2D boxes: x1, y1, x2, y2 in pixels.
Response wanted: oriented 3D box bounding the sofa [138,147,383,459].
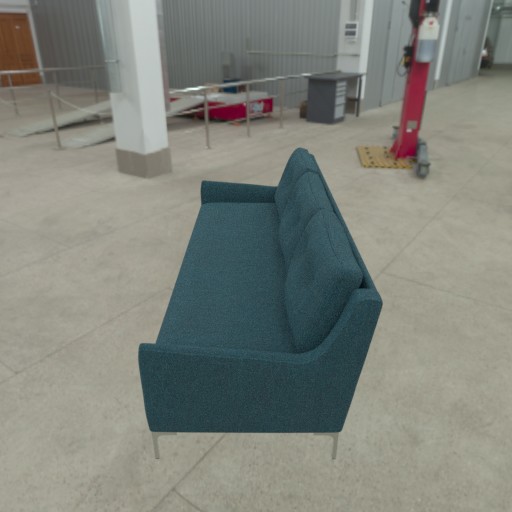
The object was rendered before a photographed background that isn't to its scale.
[{"bbox_3d":[0.000,0.000,2.514,0.849,0.837,2.060,0,26,0],"label":"sofa"}]
